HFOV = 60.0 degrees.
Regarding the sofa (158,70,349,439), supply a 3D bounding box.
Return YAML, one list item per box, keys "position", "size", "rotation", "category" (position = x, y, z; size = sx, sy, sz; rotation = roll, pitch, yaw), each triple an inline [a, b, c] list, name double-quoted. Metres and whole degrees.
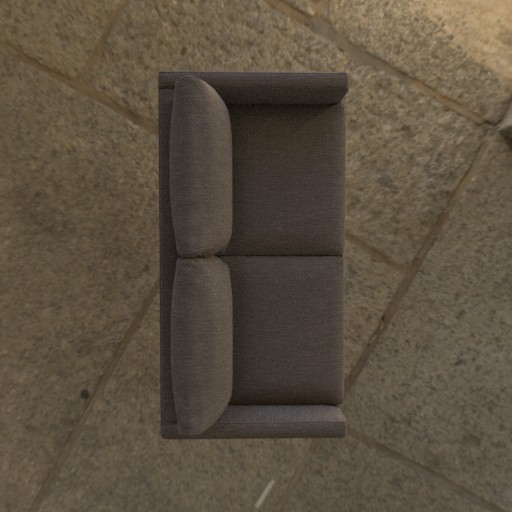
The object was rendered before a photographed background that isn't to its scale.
- position: [0.000, 0.000, 2.188]
  size: [0.875, 0.840, 1.682]
  rotation: [0, 92, -1]
  category: "sofa"
